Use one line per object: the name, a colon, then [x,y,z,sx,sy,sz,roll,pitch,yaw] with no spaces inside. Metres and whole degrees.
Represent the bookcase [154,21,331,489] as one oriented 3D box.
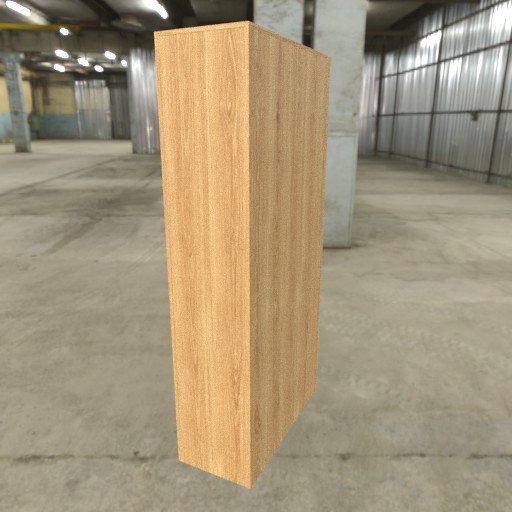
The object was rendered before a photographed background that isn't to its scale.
bookcase: [0.000,0.000,2.334,0.420,2.020,0.950,8,18,26]
